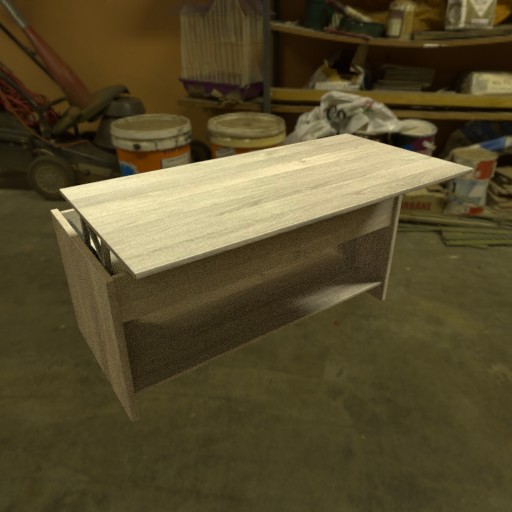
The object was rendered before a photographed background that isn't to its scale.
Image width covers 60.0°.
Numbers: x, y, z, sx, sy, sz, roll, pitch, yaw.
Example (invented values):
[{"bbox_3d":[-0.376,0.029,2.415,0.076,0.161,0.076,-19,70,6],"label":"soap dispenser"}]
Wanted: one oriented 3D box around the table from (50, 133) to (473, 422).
[{"bbox_3d":[0.000,0.000,1.391,1.000,0.570,0.712,-19,34,-30],"label":"table"}]
